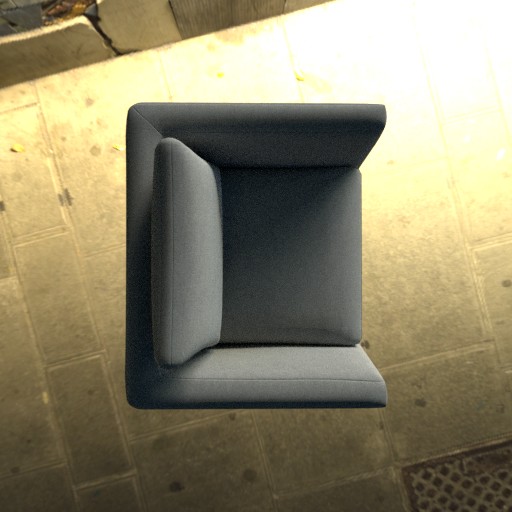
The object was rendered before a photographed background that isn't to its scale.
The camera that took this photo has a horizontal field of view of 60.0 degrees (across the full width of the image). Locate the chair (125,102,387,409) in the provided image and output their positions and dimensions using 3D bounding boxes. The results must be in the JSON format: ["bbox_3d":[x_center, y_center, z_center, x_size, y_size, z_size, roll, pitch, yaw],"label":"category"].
[{"bbox_3d":[0.000,0.000,1.737,0.889,0.864,1.041,0,89,-1],"label":"chair"}]
